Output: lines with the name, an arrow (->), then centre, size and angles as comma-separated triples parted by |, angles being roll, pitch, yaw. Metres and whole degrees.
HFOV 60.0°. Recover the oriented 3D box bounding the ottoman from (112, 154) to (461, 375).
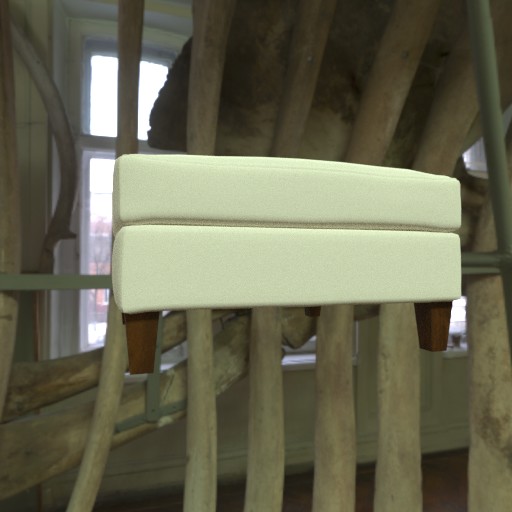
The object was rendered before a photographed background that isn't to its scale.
ottoman -> 0.000, 0.000, 1.357 | 0.838, 0.479, 0.838 | 0, -1, -18
